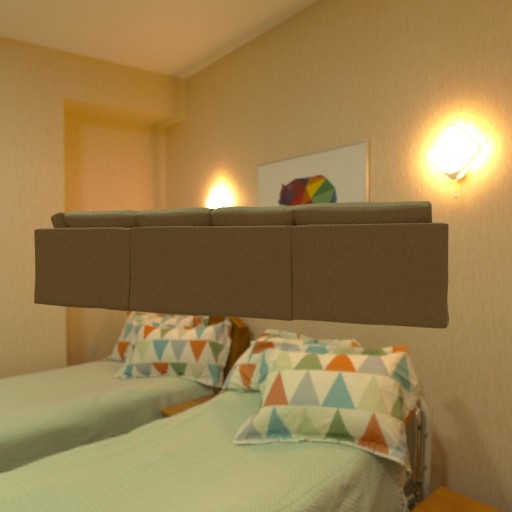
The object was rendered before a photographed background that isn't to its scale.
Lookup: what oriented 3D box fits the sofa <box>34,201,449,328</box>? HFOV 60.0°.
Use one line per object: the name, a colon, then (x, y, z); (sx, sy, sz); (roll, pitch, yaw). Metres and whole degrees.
sofa: (0.000, 0.000, 4.605); (3.528, 0.878, 2.476); (1, 2, 18)
